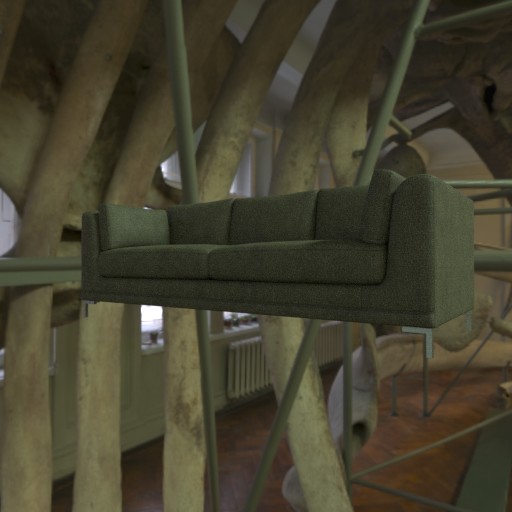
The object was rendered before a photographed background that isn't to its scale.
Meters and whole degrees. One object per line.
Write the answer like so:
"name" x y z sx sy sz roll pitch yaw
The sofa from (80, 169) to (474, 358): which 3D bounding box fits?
"sofa" 0.000 0.000 2.864 2.415 0.867 0.969 -1 -1 35
